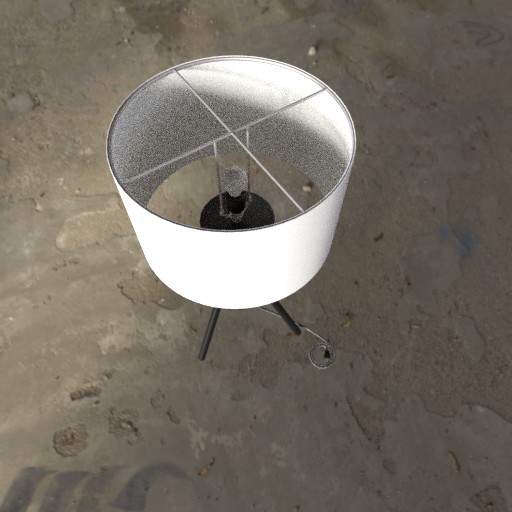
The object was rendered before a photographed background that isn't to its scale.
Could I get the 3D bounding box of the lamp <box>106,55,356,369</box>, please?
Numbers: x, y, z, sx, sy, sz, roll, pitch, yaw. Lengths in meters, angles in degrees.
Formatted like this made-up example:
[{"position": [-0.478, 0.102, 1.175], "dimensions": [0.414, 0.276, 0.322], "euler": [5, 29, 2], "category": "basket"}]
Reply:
[{"position": [0.000, 0.000, 0.918], "dimensions": [0.422, 0.674, 0.353], "euler": [2, 58, 1], "category": "lamp"}]
